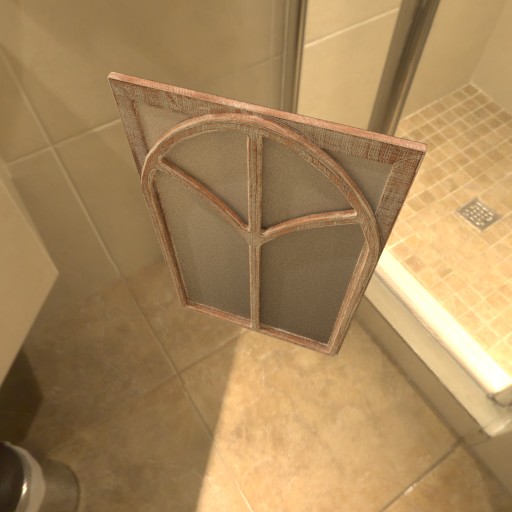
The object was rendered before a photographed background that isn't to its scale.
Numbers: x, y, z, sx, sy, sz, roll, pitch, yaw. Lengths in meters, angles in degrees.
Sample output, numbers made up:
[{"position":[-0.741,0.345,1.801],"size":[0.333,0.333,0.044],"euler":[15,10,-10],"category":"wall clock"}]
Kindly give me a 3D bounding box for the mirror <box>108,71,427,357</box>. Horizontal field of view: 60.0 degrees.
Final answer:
[{"position":[0.000,0.000,0.981],"size":[0.495,0.787,0.058],"euler":[17,59,10],"category":"mirror"}]
